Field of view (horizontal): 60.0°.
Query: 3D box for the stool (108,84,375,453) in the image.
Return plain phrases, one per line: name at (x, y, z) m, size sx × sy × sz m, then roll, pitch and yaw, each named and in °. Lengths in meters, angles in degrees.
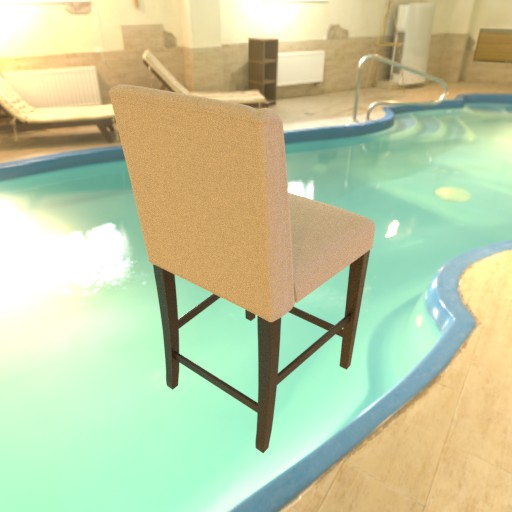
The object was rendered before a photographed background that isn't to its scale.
stool at (0.000, 0.000, 1.250) m, size 0.474 × 0.939 × 0.509 m, roll 22°, pitch 37°, yaw 33°
